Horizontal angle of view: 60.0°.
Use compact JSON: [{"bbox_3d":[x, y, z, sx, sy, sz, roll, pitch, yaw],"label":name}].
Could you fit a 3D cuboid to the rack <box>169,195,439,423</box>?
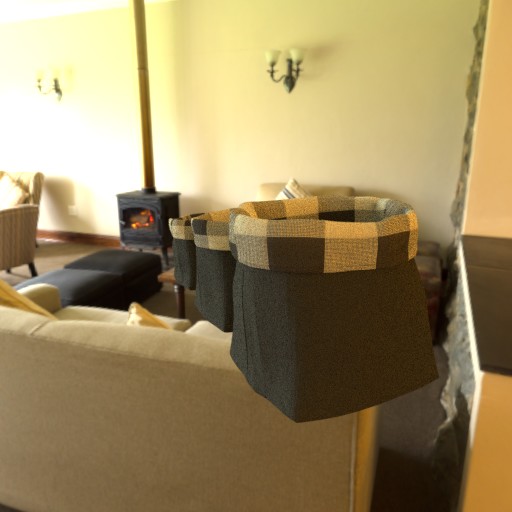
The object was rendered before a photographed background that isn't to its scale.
[{"bbox_3d":[0.000,0.000,1.089,0.370,0.329,0.889,-8,17,-26],"label":"rack"}]
